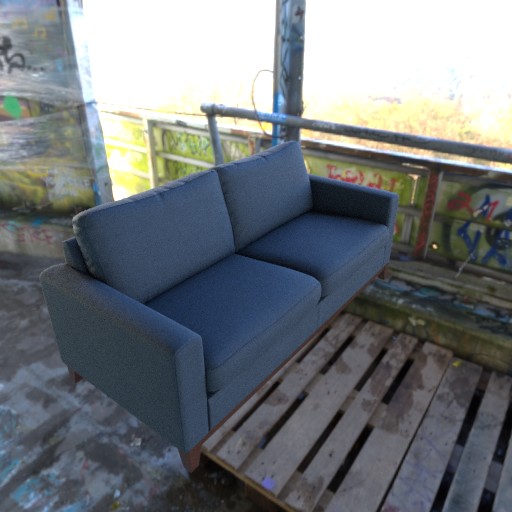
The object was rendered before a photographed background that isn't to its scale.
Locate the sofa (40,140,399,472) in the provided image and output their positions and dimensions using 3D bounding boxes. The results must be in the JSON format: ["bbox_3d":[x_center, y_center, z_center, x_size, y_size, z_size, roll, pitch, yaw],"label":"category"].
[{"bbox_3d":[0.000,0.000,2.382,0.877,0.865,1.900,20,34,33],"label":"sofa"}]
